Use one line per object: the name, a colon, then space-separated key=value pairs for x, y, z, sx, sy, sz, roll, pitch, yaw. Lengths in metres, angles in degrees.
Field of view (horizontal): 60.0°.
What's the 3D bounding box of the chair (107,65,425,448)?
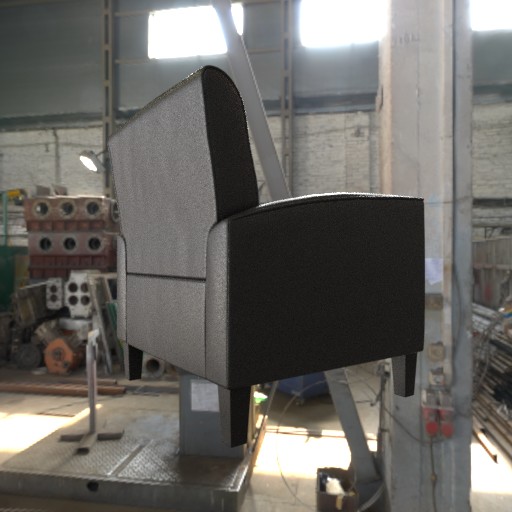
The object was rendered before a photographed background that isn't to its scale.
chair: x=0.000 y=0.000 z=1.550 sx=0.819 sy=0.916 sz=0.820 roll=0 pitch=0 yaw=-35
